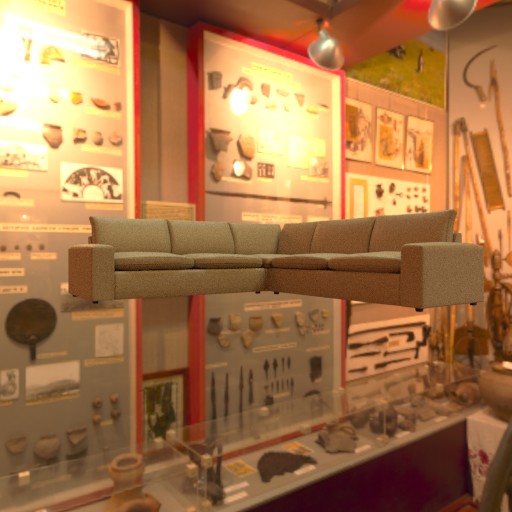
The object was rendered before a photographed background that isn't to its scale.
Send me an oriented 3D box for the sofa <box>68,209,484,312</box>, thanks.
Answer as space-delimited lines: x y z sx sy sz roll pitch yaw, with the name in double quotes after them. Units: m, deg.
0.000 0.000 3.992 2.622 0.800 2.742 0 0 -34 "sofa"
